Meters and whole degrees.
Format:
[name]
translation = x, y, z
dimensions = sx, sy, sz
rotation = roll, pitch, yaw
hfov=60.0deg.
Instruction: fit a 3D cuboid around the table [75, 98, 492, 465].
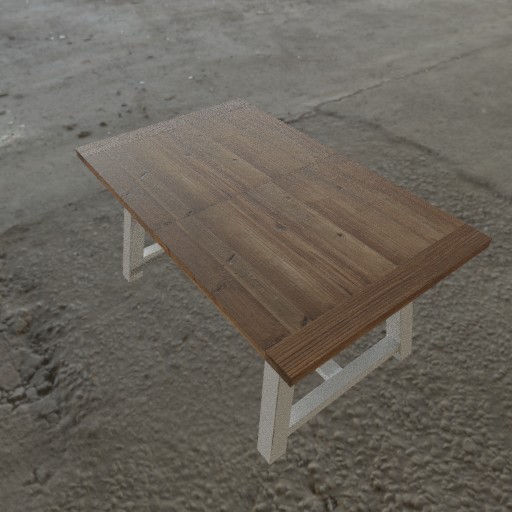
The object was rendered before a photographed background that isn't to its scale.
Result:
[table]
translation = 0.000, 0.000, 2.025
dimensions = 0.922, 0.743, 1.503
rotation = -27, 49, -27
